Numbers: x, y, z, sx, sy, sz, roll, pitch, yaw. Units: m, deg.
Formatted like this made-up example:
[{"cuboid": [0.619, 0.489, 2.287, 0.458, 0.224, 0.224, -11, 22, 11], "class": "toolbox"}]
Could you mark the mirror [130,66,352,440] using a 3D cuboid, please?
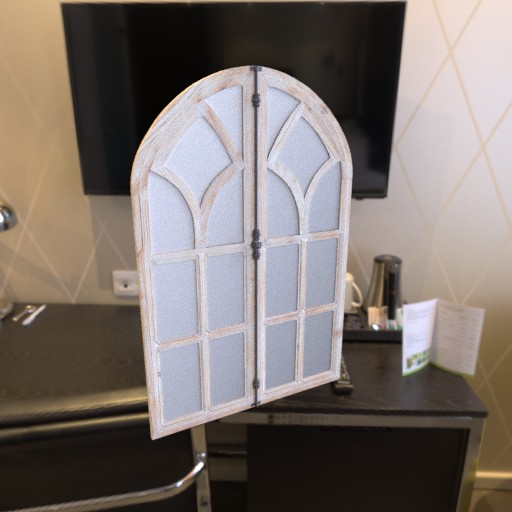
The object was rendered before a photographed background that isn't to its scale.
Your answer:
[{"cuboid": [0.000, 0.000, 1.154, 0.609, 0.915, 0.032, -9, 19, -27], "class": "mirror"}]
